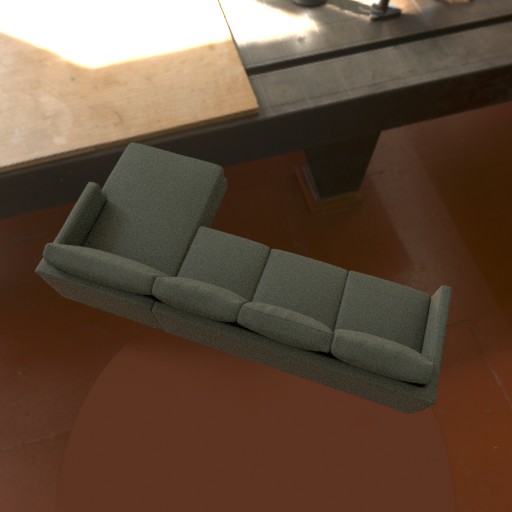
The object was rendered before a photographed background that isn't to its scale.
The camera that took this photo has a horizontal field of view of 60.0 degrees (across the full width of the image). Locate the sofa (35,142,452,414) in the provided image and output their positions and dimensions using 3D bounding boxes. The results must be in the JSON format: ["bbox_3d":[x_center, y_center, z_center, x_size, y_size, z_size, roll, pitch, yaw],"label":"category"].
[{"bbox_3d":[0.000,0.000,3.842,3.186,0.861,1.625,17,65,8],"label":"sofa"}]
